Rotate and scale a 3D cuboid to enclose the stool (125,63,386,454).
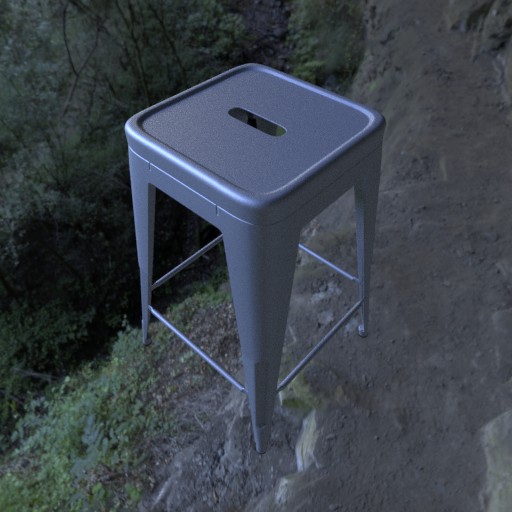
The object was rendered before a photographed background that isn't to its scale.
[{"bbox_3d":[0.000,0.000,0.892,0.406,0.610,0.406,34,56,27],"label":"stool"}]
